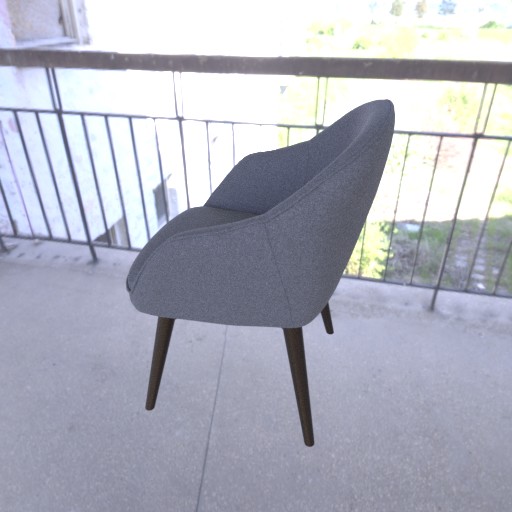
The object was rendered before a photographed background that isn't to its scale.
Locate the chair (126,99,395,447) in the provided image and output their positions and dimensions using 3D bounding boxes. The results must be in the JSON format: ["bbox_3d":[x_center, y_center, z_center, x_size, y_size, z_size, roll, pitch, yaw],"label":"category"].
[{"bbox_3d":[0.000,0.000,1.195,0.611,0.810,0.589,8,31,13],"label":"chair"}]
